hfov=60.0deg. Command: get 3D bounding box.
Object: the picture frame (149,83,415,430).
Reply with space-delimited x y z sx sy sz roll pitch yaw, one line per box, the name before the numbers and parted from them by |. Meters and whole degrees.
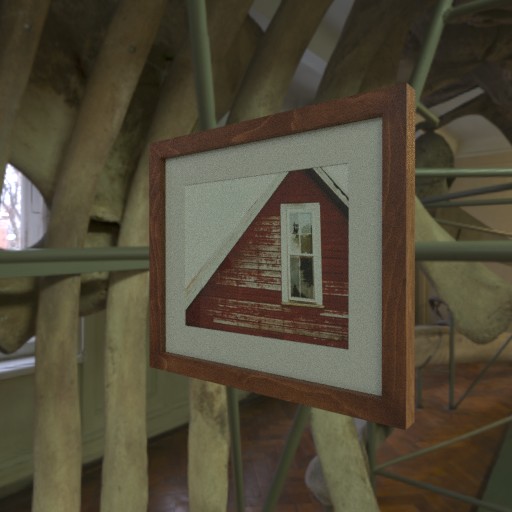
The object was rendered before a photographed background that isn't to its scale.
picture frame | 0.000 0.000 0.548 0.381 0.330 0.025 0 0 38
